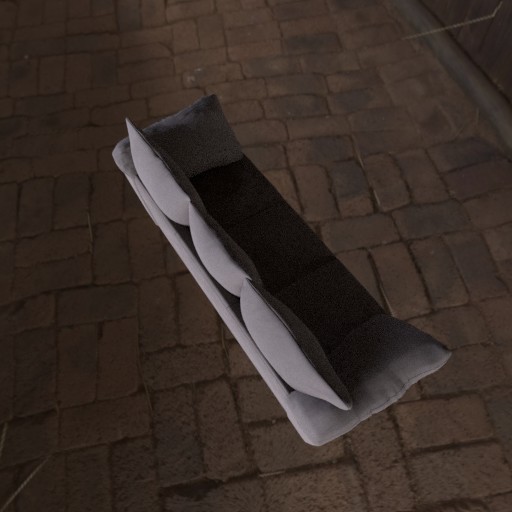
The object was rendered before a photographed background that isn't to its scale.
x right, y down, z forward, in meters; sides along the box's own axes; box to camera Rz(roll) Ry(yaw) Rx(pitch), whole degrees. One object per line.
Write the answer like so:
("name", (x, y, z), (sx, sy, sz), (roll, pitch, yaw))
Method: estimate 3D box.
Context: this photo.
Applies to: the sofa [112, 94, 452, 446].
("sofa", (0.000, 0.000, 2.868), (0.893, 0.981, 2.377), (-30, 64, -16))
